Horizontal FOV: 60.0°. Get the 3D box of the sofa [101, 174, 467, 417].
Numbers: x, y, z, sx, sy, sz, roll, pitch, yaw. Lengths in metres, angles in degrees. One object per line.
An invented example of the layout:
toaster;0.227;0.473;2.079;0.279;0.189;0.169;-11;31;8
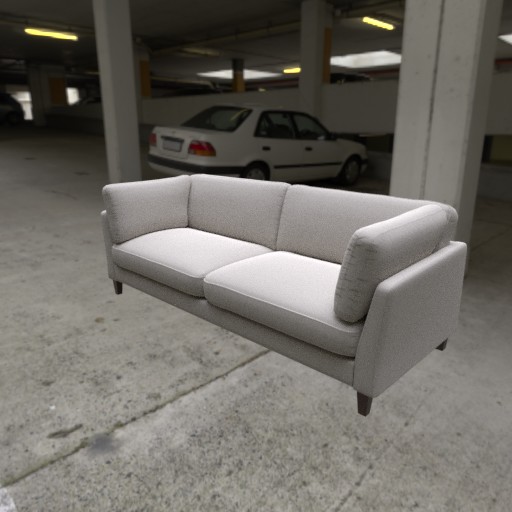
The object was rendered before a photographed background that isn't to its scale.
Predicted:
sofa;0.000;0.000;2.832;2.301;0.863;0.957;15;22;42
